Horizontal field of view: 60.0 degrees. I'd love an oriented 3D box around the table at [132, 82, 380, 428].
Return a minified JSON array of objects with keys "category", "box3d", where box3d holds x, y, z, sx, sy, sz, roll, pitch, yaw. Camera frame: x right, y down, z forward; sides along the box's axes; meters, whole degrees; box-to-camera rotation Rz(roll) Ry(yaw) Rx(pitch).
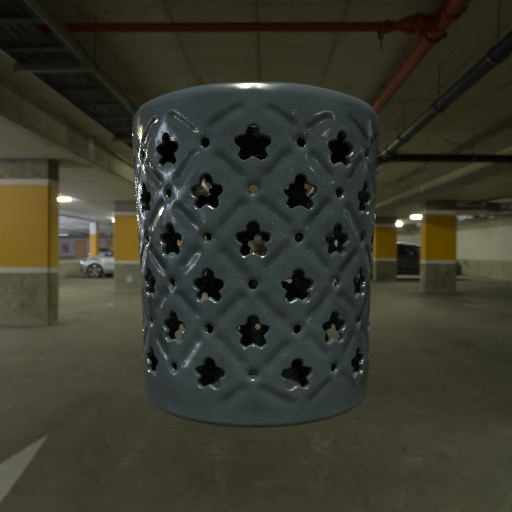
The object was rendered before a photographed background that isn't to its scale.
[{"category":"table","box3d":[0.000,0.000,0.649,0.352,0.387,0.352,0,0,0]}]
